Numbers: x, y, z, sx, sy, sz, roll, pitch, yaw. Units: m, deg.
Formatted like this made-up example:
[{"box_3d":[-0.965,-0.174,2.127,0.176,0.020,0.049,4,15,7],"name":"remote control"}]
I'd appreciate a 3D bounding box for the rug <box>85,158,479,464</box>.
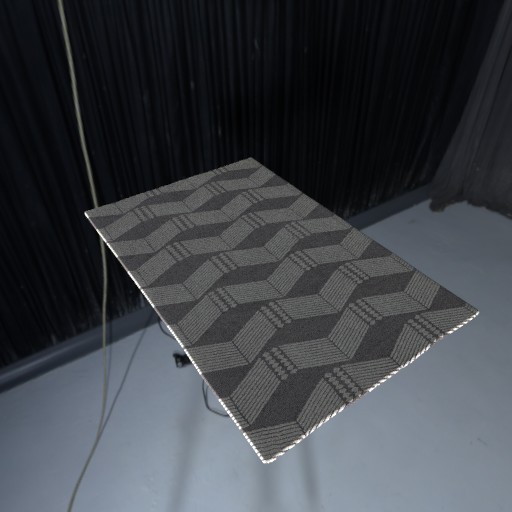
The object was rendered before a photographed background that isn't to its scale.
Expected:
[{"box_3d":[0.000,0.000,2.324,1.210,0.016,1.833,-24,45,-26],"name":"rug"}]
